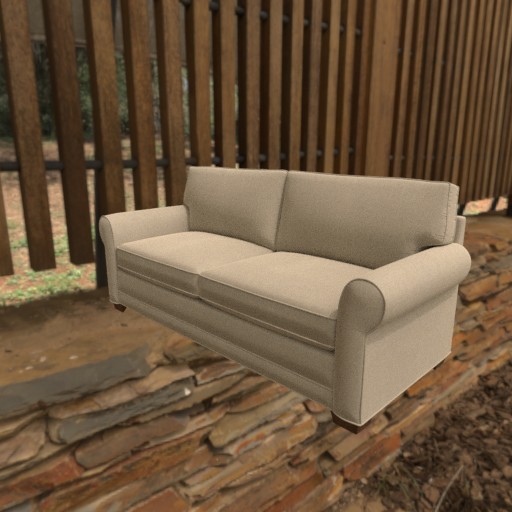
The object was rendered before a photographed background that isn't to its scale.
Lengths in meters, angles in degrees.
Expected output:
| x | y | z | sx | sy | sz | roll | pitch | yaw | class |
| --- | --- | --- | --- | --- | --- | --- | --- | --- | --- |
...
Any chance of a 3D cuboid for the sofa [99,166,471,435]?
| x | y | z | sx | sy | sz | roll | pitch | yaw | class |
| --- | --- | --- | --- | --- | --- | --- | --- | --- | --- |
| 0.000 | 0.000 | 2.587 | 2.146 | 0.962 | 0.901 | 14 | 20 | 43 | sofa |
